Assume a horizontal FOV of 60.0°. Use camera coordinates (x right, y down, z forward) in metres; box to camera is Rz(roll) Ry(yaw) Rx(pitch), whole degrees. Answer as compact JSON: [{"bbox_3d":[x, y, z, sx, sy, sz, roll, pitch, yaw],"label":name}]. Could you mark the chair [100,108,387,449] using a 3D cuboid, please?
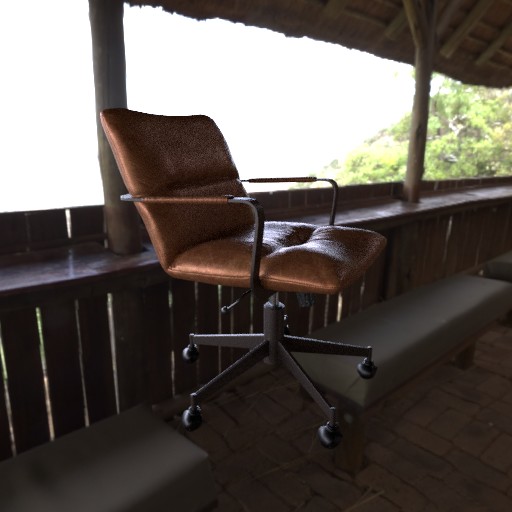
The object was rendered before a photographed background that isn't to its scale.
[{"bbox_3d":[0.000,0.000,1.457,0.754,0.922,0.727,8,17,26],"label":"chair"}]
